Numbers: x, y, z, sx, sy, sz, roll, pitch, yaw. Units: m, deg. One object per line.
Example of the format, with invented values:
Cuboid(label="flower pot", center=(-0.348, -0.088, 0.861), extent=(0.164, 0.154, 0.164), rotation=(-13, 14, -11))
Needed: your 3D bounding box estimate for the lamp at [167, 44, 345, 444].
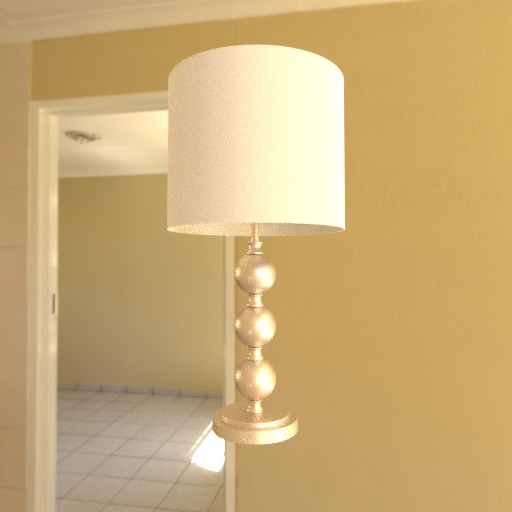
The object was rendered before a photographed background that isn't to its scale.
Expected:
Cuboid(label="lamp", center=(0.000, 0.000, 0.701), extent=(0.277, 0.538, 0.277), rotation=(0, -1, 0))
